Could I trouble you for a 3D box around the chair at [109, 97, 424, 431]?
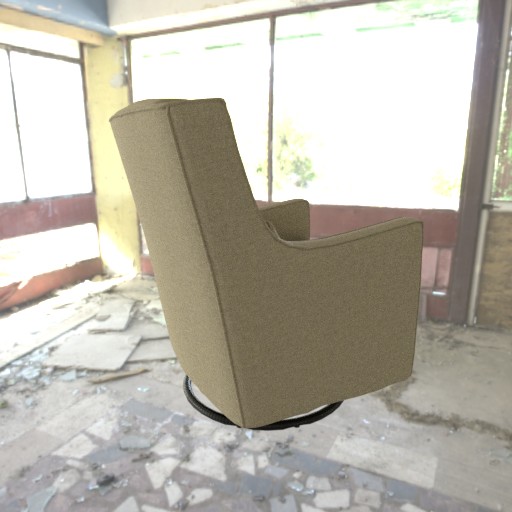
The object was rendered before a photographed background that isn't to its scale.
[{"bbox_3d":[0.000,0.000,1.543,0.879,0.993,0.732,-7,15,-27],"label":"chair"}]
